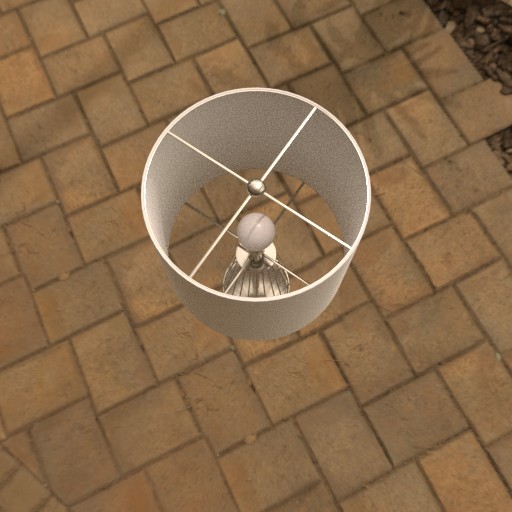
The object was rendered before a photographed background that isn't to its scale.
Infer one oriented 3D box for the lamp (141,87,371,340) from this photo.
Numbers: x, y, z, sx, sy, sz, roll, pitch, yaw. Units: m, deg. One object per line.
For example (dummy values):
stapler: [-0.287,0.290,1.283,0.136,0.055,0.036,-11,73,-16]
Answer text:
lamp: [0.000,0.000,0.791,0.303,0.618,0.303,0,75,0]
